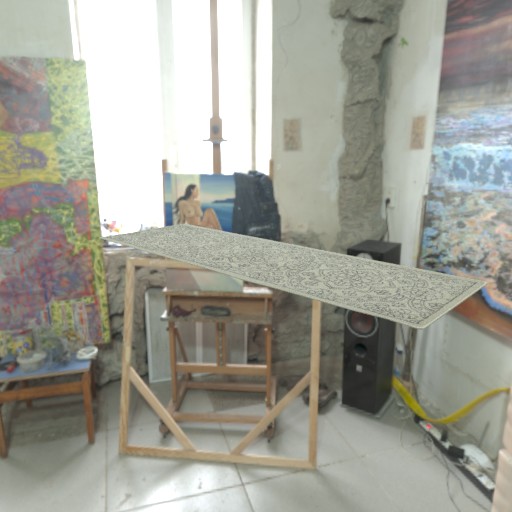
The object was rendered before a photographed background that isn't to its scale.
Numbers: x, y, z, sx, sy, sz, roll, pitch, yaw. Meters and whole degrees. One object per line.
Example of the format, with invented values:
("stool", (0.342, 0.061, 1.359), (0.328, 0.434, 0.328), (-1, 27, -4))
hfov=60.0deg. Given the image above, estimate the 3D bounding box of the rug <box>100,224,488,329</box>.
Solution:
("rug", (0.000, 0.000, 2.730), (2.431, 0.006, 0.806), (13, 19, 41))
